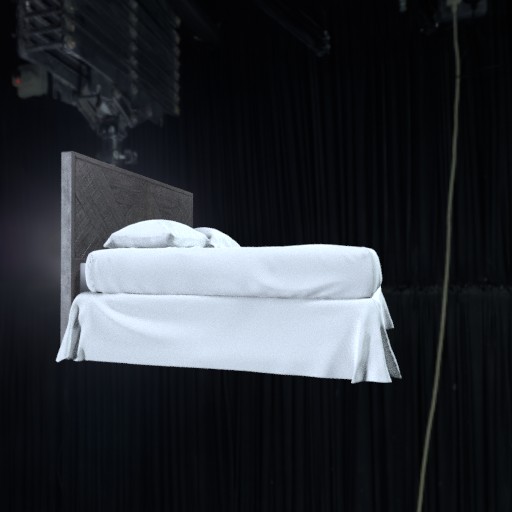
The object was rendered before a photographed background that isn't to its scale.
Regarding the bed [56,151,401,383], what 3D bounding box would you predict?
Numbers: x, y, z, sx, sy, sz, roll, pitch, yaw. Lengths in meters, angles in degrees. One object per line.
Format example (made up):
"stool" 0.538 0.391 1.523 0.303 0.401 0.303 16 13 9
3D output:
"bed" 0.000 0.000 2.958 1.785 1.142 1.772 0 -1 16
